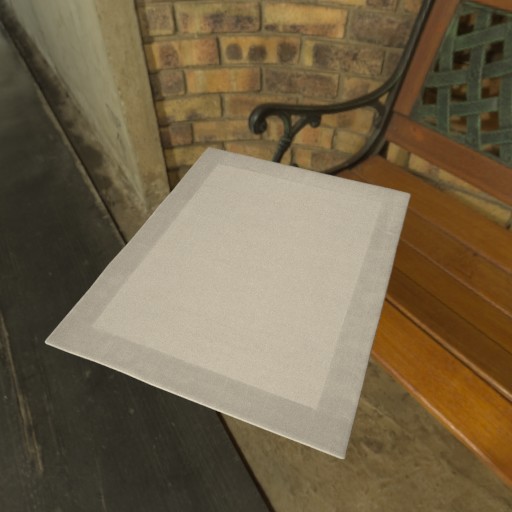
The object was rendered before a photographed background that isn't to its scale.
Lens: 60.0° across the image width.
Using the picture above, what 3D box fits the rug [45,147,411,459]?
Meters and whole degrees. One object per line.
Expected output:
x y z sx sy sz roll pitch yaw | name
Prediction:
0.000 0.000 4.135 2.430 0.018 2.976 16 48 15 | rug
